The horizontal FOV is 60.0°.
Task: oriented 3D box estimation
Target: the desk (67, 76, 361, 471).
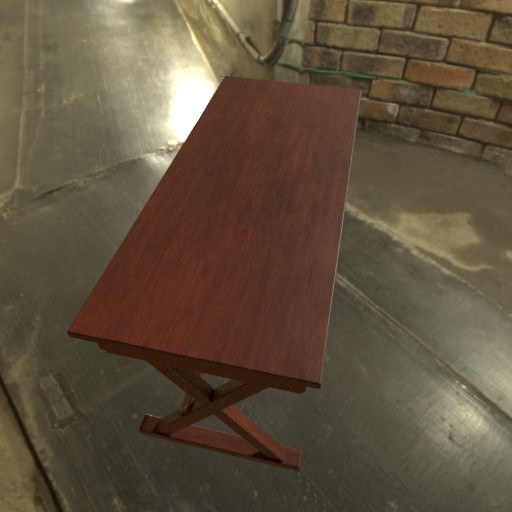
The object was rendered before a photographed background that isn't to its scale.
[{"bbox_3d":[0.000,0.000,1.728,0.600,0.761,1.372,9,47,9],"label":"desk"}]
